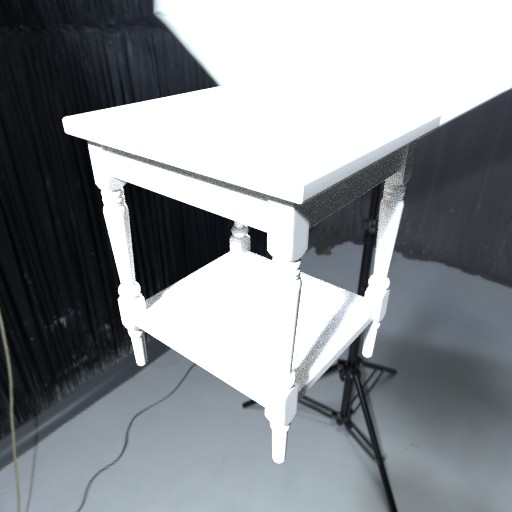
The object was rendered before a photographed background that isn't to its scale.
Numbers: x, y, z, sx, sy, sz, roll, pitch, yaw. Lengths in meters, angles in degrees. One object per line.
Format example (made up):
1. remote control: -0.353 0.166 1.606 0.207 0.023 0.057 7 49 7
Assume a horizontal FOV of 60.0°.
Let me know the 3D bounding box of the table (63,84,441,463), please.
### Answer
1. table: 0.000 0.000 0.906 0.488 0.565 0.442 22 37 33
